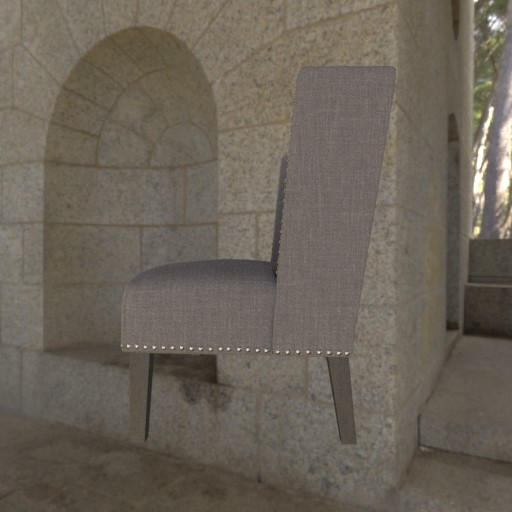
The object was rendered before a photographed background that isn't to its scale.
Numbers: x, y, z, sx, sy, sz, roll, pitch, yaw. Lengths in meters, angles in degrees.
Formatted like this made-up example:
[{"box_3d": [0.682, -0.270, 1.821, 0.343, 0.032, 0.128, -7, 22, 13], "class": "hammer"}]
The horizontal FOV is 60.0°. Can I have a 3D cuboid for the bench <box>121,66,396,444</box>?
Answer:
[{"box_3d": [0.000, 0.000, 1.928, 0.842, 1.121, 1.276, 0, 0, 1], "class": "bench"}]
